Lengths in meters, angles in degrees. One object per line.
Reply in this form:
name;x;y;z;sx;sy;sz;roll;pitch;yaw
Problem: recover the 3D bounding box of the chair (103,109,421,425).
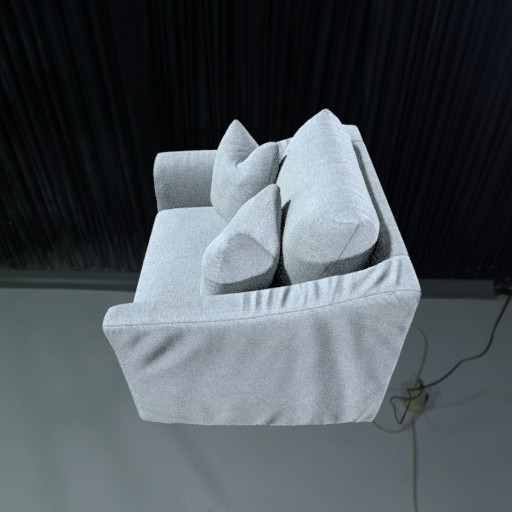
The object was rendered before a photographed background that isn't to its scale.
chair;0.000;0.000;2.064;1.071;1.059;1.194;0;42;0
